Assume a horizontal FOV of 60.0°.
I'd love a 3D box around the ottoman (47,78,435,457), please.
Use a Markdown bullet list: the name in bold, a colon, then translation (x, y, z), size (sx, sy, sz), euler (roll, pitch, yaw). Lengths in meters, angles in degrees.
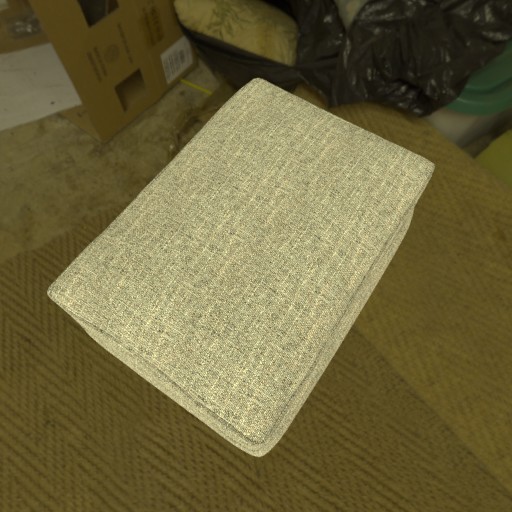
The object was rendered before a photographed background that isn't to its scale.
- **ottoman**: translation (0.000, 0.000, 0.986), size (0.508, 0.406, 0.686), euler (31, 67, 15)
